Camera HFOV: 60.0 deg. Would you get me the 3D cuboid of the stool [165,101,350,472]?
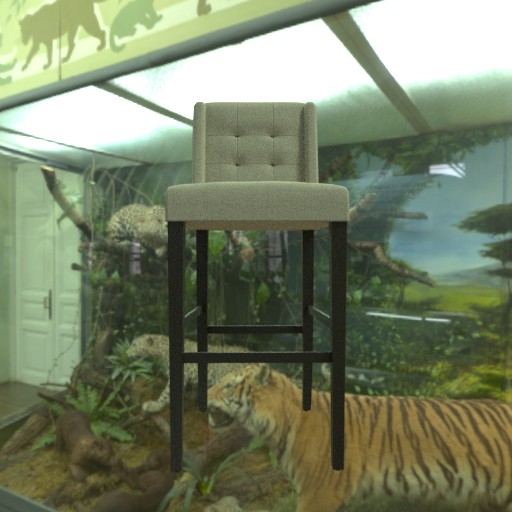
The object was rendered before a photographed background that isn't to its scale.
[{"bbox_3d":[0.000,0.000,1.383,0.474,1.116,0.509,0,0,-1],"label":"stool"}]
